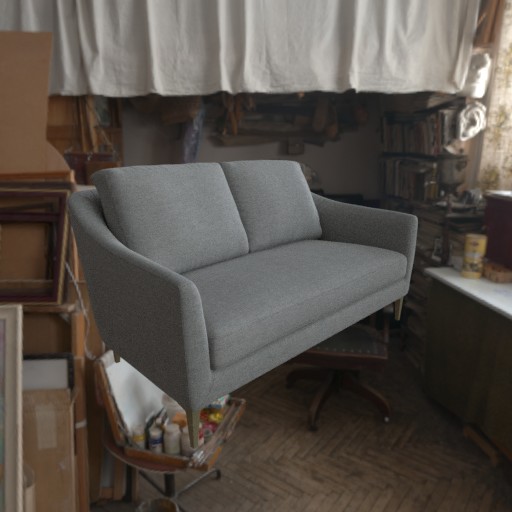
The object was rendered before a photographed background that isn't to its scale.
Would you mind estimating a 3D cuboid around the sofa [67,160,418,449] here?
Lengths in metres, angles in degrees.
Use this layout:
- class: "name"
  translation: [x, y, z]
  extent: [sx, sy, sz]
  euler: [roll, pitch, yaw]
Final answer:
- class: "sofa"
  translation: [0.000, 0.000, 2.203]
  extent: [0.960, 0.904, 1.619]
  euler: [14, 21, 42]
